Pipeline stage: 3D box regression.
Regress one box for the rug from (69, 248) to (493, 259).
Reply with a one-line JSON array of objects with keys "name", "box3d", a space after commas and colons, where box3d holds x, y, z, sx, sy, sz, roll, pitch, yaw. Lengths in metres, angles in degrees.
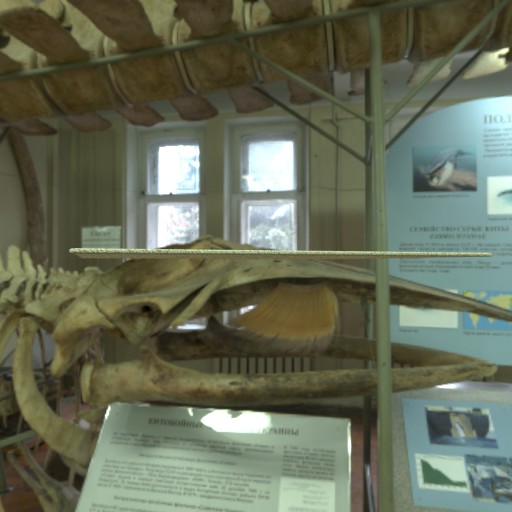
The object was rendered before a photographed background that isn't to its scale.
[{"name": "rug", "box3d": [0.000, 0.000, 4.054, 3.047, 0.029, 2.438, 0, -1, -20]}]
